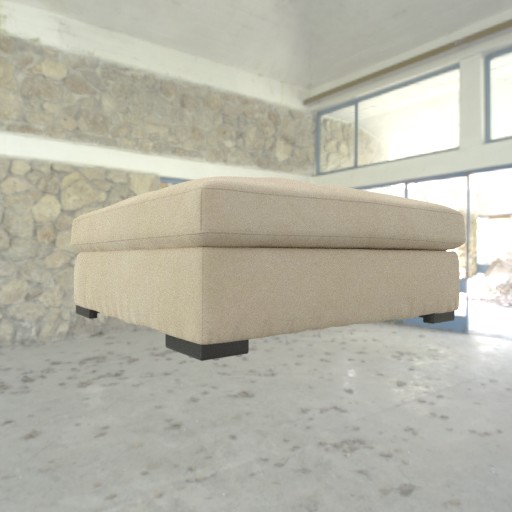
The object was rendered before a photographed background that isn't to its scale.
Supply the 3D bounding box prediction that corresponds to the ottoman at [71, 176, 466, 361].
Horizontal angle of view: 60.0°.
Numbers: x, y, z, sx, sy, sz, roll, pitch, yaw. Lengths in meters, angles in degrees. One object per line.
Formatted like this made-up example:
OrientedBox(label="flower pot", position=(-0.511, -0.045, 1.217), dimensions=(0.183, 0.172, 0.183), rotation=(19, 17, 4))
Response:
OrientedBox(label="ottoman", position=(0.000, 0.000, 1.849), dimensions=(1.205, 0.522, 1.190), rotation=(0, 0, -37))
